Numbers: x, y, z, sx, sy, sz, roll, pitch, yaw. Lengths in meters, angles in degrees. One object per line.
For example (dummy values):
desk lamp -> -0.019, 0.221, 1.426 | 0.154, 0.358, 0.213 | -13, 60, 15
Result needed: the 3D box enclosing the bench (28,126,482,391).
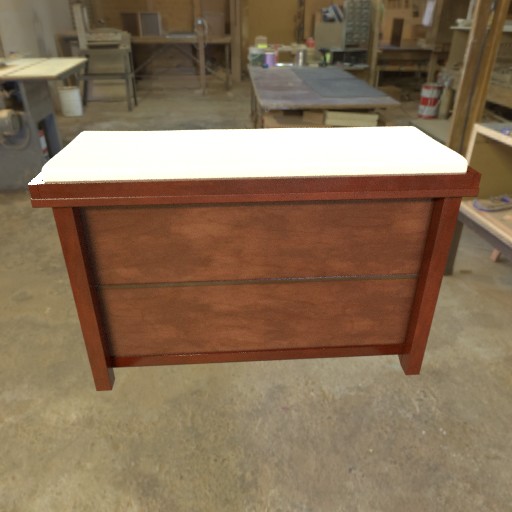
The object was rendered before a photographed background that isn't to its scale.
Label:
bench -> 0.000, 0.000, 1.259 | 0.987, 0.646, 0.369 | -2, 29, -3
